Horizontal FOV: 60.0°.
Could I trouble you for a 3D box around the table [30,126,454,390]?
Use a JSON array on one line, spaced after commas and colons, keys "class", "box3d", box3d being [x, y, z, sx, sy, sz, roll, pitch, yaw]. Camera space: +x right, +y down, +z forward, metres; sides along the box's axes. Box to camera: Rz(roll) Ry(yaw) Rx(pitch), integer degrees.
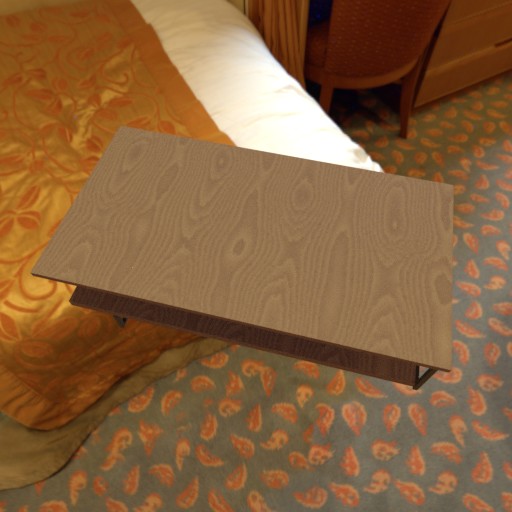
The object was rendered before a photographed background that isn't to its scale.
[{"class": "table", "box3d": [0.000, 0.000, 1.530, 1.197, 0.347, 0.651, 12, 58, 8]}]
